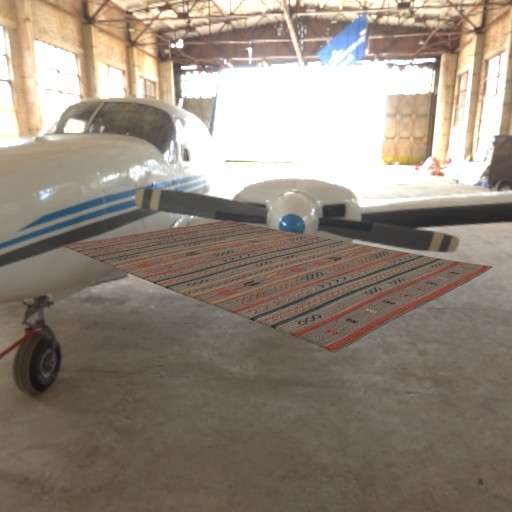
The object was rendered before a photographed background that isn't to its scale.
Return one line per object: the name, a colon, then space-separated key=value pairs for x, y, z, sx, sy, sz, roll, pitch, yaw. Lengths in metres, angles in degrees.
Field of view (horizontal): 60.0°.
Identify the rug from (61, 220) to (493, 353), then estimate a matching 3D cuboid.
rug: x=0.000 y=0.000 z=2.232 sx=1.220 sy=0.017 sz=1.835 roll=-13 pitch=19 yaw=-43
